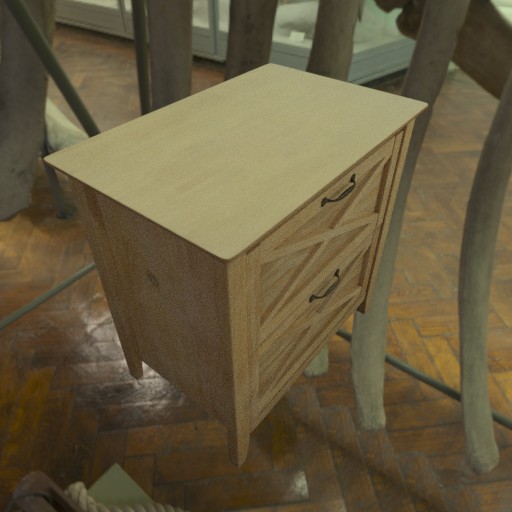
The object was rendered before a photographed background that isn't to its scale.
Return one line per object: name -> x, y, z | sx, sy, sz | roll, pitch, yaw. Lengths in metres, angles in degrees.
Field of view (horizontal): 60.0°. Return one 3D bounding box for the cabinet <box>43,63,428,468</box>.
cabinet -> 0.000, 0.000, 1.247 | 0.503, 0.762, 0.763 | 28, 48, 28
